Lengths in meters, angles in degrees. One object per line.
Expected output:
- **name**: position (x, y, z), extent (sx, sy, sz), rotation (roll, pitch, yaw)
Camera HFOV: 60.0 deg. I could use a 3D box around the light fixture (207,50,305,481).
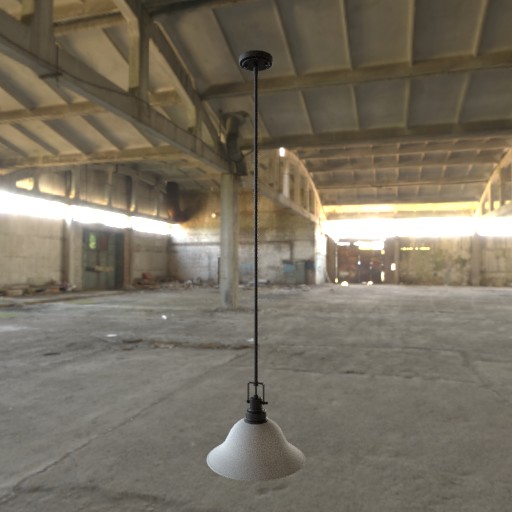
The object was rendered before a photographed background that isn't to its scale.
- **light fixture**: position (0.000, 0.000, 1.482), extent (0.324, 1.337, 0.324), rotation (0, -1, 17)
